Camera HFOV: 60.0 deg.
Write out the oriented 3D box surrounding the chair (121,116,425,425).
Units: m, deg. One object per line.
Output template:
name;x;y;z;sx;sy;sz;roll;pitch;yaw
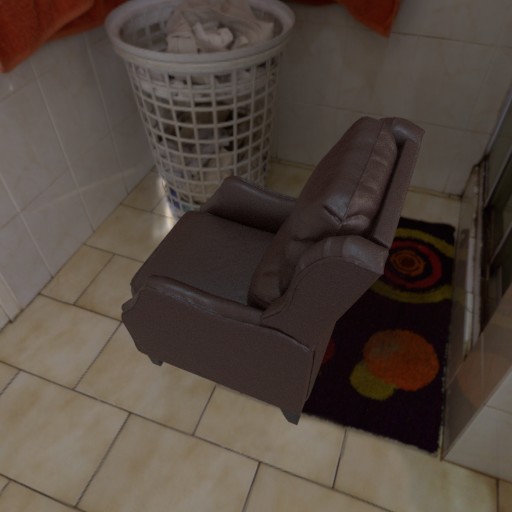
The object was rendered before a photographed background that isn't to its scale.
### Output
chair;0.000;0.000;1.798;0.982;1.132;0.770;17;49;15
